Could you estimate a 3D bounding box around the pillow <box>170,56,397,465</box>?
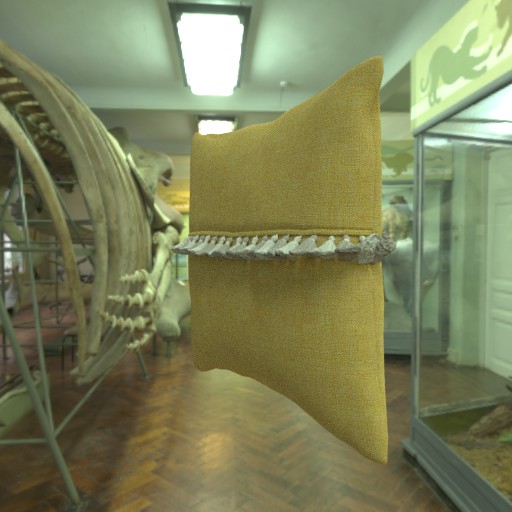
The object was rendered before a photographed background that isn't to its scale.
[{"bbox_3d":[0.000,0.000,0.698,0.167,0.481,0.485,-1,2,-35],"label":"pillow"}]
